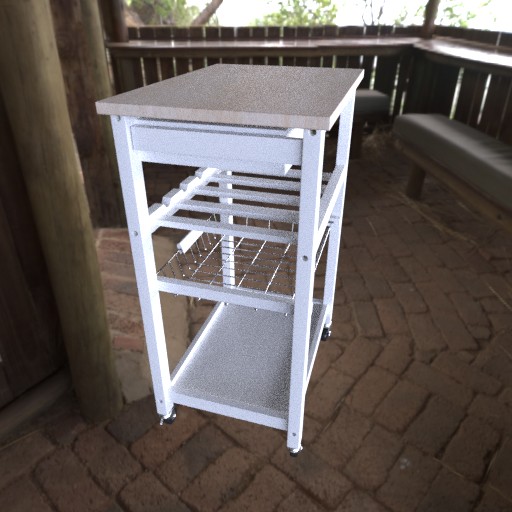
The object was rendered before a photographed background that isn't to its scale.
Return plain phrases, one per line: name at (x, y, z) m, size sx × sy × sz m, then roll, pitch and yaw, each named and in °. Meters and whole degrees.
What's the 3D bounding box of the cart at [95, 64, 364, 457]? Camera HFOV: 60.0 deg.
cart at (0.000, 0.000, 1.162) m, size 0.406 × 0.857 × 0.578 m, roll 9°, pitch 31°, yaw 15°
